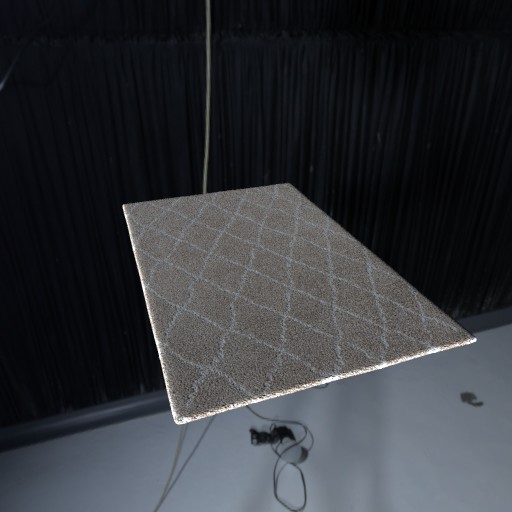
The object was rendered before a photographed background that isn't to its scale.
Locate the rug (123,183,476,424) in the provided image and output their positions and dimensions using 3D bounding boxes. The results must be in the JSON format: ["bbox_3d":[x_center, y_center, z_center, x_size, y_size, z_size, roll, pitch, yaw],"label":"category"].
[{"bbox_3d":[0.000,0.000,3.452,1.778,0.030,2.743,-10,31,-17],"label":"rug"}]
